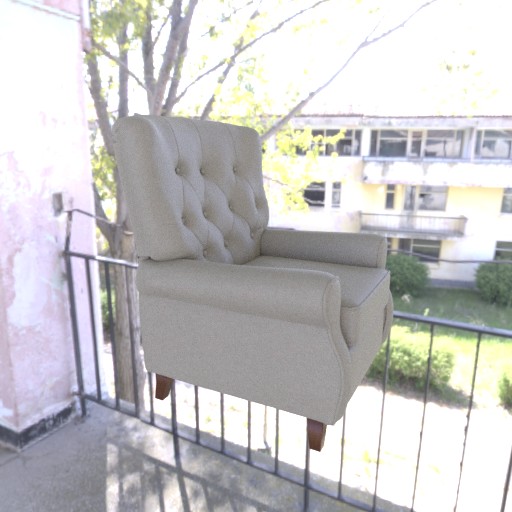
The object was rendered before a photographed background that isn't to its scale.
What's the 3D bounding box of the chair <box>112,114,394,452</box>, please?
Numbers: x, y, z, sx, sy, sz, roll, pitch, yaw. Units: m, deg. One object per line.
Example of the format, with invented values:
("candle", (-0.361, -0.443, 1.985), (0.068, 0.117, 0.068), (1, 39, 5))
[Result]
("chair", (0.000, 0.000, 1.891), (1.059, 1.158, 0.943), (7, 16, 27))
